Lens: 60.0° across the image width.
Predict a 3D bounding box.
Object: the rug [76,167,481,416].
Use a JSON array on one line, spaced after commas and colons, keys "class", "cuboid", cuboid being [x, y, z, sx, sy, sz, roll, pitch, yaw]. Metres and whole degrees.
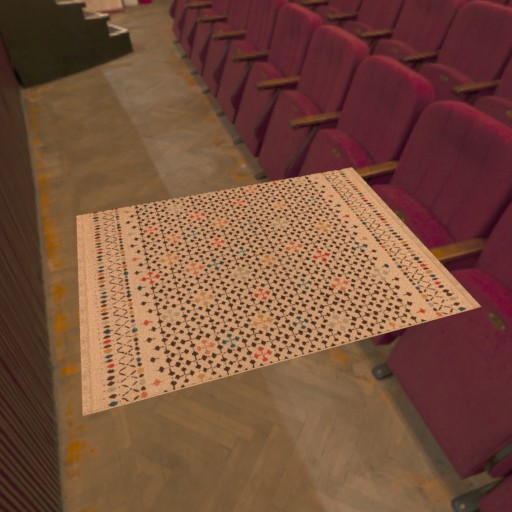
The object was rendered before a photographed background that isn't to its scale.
[{"class": "rug", "cuboid": [0.000, 0.000, 2.032, 1.556, 0.006, 1.146, -12, 43, -13]}]
